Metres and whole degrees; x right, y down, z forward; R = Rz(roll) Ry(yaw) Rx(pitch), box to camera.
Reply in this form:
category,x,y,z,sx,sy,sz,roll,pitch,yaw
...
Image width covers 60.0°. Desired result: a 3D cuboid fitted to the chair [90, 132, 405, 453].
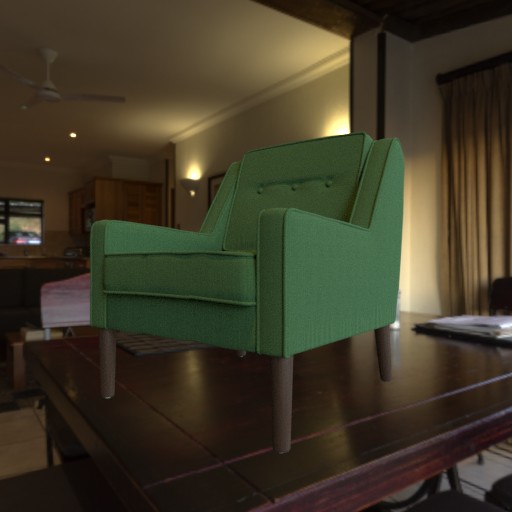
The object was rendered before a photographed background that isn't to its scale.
category,x,y,z,sx,sy,sz,roll,pitch,yaw
chair,0.000,0.000,1.326,0.663,0.792,0.743,0,0,36
